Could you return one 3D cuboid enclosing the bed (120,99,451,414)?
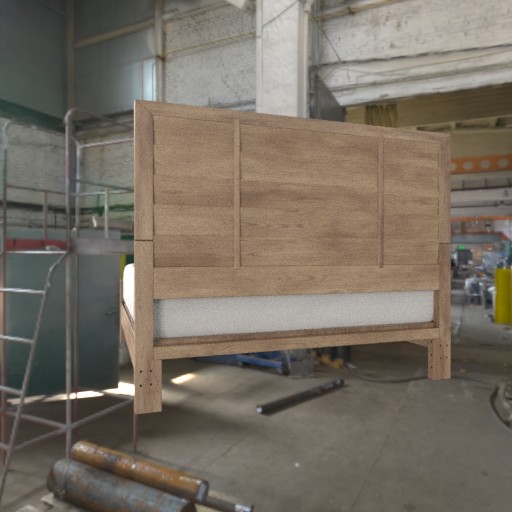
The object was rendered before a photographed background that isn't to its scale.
[{"bbox_3d":[0.000,0.000,3.585,2.032,1.626,2.062,0,0,-19],"label":"bed"}]
